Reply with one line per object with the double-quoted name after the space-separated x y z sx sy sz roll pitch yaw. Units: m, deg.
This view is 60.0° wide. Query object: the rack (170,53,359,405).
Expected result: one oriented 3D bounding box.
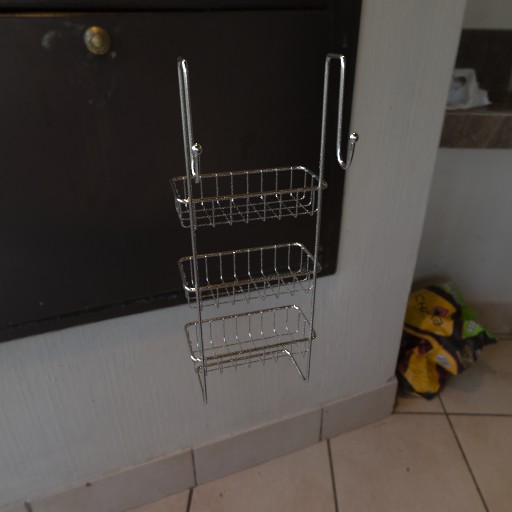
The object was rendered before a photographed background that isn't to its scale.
0.000 0.000 0.689 0.228 0.574 0.202 -8 29 -14 "rack"
